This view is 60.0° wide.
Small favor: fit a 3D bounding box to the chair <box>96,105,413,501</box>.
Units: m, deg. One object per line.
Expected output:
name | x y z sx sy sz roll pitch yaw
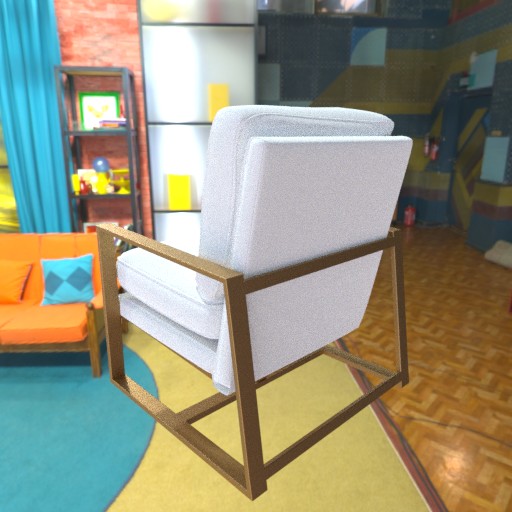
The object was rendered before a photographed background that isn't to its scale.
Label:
chair | 0.000 0.000 1.534 0.805 0.966 0.813 -14 21 -42
